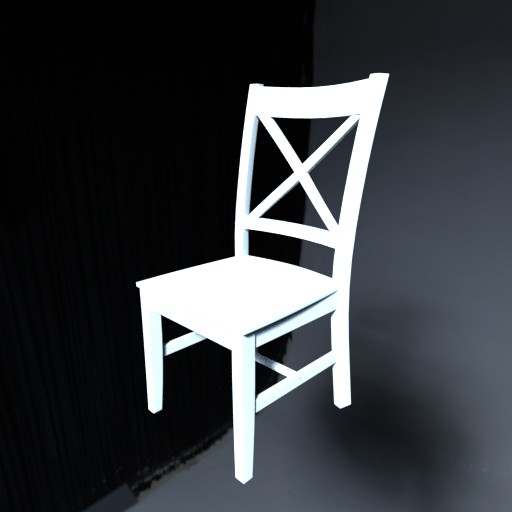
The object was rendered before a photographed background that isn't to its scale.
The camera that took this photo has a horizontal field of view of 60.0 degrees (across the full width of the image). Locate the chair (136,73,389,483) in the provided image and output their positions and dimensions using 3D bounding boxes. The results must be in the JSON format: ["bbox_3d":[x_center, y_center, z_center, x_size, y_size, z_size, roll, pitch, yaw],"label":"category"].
[{"bbox_3d":[0.000,0.000,1.285,0.485,0.983,0.542,16,23,42],"label":"chair"}]
